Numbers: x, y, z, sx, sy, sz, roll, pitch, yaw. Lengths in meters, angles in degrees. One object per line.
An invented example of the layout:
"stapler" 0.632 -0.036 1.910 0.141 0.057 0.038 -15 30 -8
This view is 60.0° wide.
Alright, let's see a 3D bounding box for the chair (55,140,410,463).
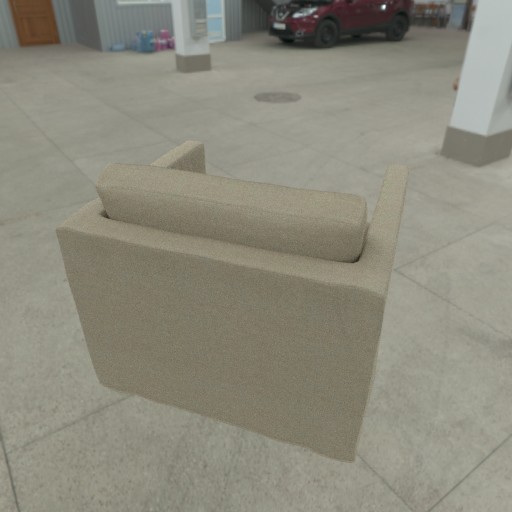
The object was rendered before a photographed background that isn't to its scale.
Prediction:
"chair" 0.000 0.000 1.748 1.057 0.863 0.949 11 34 17
